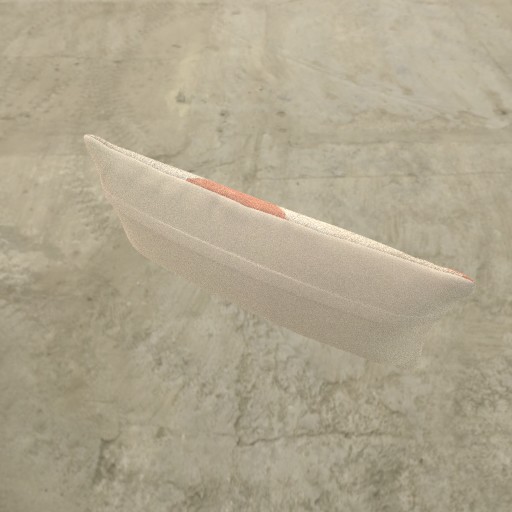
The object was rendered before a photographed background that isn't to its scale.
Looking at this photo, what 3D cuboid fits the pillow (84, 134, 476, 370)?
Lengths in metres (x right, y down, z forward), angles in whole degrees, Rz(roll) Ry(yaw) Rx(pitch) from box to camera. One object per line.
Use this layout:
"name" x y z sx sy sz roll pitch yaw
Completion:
"pillow" 0.000 0.000 0.721 0.609 0.292 0.155 23 51 20
